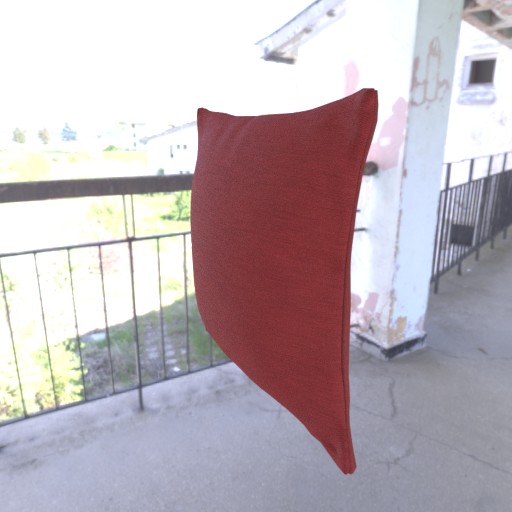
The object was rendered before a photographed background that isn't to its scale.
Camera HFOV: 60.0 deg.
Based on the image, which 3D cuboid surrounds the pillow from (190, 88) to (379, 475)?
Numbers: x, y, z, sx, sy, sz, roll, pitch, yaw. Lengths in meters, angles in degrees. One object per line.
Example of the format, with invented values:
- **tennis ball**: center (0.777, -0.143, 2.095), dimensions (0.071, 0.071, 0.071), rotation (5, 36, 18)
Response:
- **pillow**: center (0.000, 0.000, 0.625), dimensions (0.151, 0.416, 0.435), rotation (-8, 18, -27)
